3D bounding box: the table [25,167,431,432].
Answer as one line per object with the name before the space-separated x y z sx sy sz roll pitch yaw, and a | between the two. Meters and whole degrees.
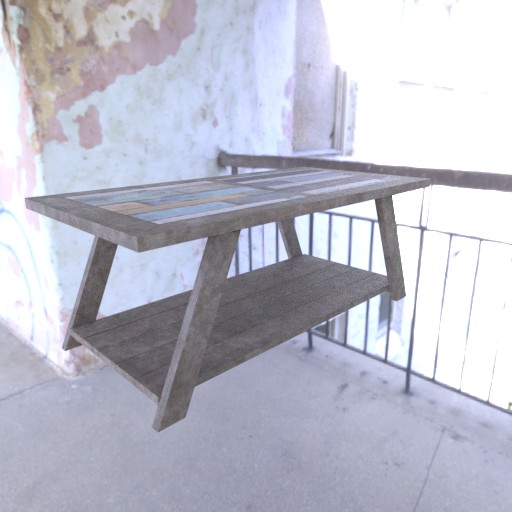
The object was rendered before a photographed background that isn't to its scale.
table | 0.000 0.000 1.511 1.219 0.470 0.610 -16 23 -42
